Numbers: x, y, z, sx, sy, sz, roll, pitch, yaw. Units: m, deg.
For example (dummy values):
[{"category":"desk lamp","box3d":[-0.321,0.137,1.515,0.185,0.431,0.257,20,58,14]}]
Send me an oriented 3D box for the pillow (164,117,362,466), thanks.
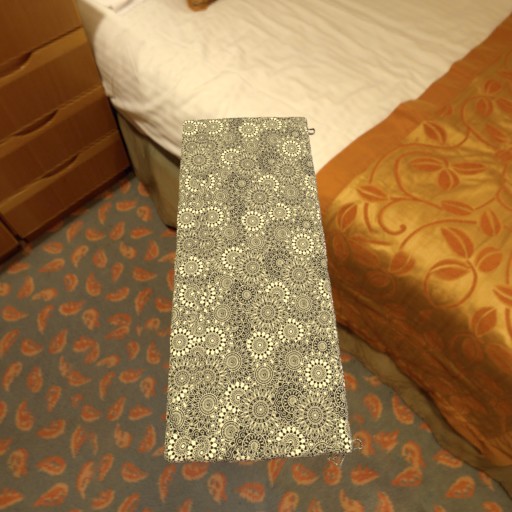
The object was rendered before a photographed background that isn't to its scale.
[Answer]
[{"category":"pillow","box3d":[0.000,0.000,1.364,0.492,0.081,1.187,-2,60,-1]}]
